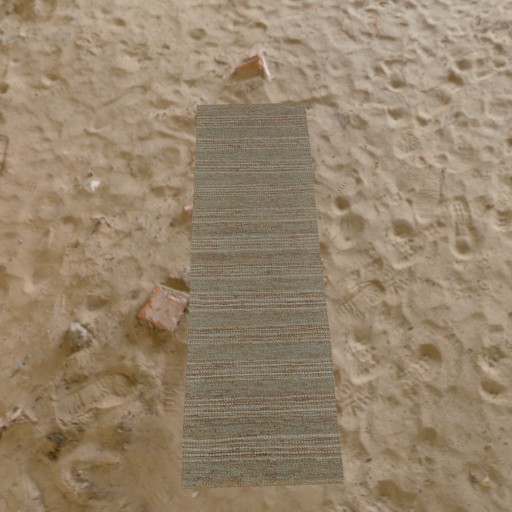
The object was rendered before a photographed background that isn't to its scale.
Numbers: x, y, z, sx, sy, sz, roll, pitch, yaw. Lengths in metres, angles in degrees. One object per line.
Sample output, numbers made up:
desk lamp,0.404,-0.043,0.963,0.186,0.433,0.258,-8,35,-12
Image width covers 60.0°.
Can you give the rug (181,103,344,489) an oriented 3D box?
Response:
rug,0.000,0.000,2.643,0.783,0.006,2.438,-1,64,-1
